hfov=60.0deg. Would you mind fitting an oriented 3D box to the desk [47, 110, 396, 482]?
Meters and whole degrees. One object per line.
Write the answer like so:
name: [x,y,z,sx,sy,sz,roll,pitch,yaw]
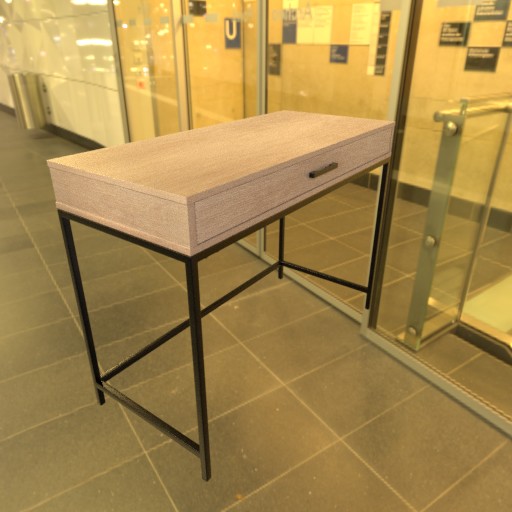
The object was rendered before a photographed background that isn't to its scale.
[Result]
desk: [0.000,0.000,1.447,0.470,0.762,1.016,18,31,32]
